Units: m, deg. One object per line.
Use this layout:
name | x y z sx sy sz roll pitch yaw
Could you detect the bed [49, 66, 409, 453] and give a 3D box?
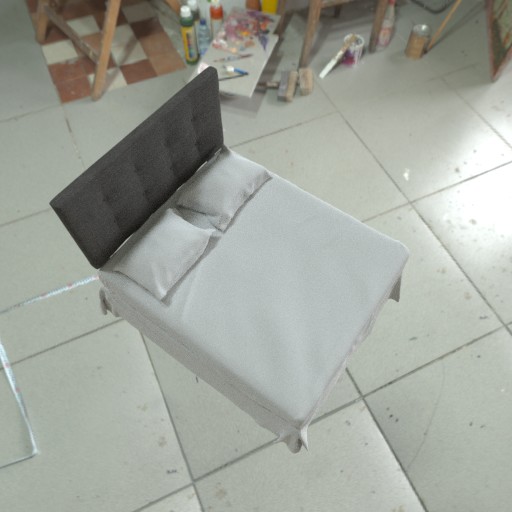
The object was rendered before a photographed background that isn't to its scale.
bed | 0.000 0.000 3.482 2.222 1.577 1.936 32 65 17
